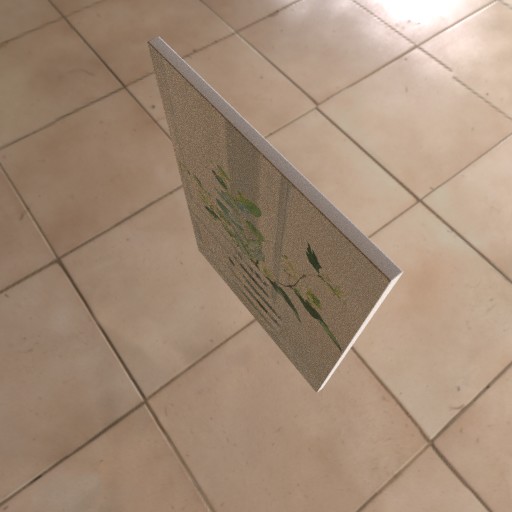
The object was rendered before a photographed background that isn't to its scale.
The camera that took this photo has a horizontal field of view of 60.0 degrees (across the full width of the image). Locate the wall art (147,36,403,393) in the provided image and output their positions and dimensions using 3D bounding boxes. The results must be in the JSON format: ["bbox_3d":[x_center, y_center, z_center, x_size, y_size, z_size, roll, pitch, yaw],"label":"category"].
[{"bbox_3d":[0.000,0.000,1.591,0.038,1.212,0.914,-35,68,-16],"label":"wall art"}]
